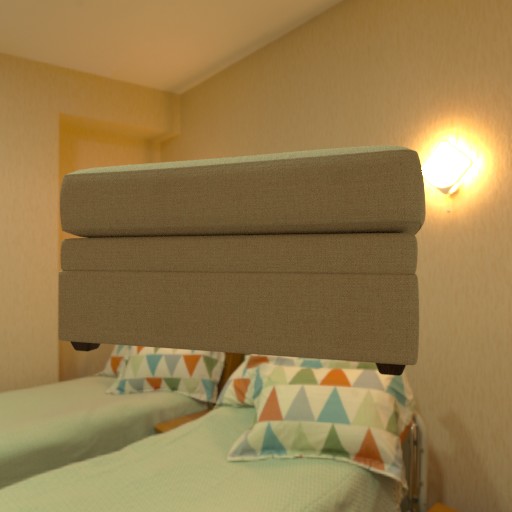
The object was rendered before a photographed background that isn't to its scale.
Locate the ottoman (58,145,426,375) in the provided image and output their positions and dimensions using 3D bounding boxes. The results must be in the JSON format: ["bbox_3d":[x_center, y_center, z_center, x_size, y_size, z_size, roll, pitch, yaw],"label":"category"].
[{"bbox_3d":[0.000,0.000,1.258,0.885,0.478,0.637,0,0,18],"label":"ottoman"}]
